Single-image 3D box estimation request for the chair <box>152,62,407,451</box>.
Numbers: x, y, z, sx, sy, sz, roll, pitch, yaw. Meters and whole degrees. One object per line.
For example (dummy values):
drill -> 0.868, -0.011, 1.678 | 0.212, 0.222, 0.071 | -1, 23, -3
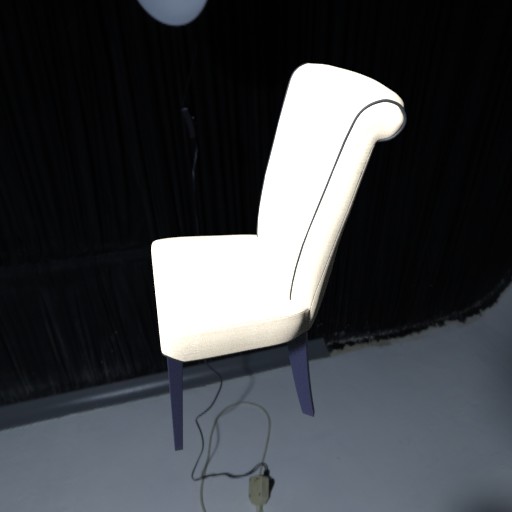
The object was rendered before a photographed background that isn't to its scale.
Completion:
chair -> 0.000, 0.000, 1.331 | 0.623, 0.997, 0.522 | -8, 33, -12
